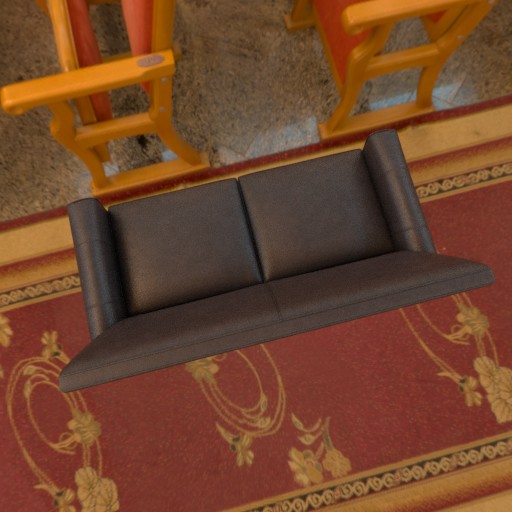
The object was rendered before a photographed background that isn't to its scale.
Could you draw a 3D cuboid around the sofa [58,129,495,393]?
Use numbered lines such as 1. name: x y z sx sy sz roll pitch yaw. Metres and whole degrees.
1. sofa: 0.000 0.000 1.953 1.473 0.871 0.787 -14 76 -3
